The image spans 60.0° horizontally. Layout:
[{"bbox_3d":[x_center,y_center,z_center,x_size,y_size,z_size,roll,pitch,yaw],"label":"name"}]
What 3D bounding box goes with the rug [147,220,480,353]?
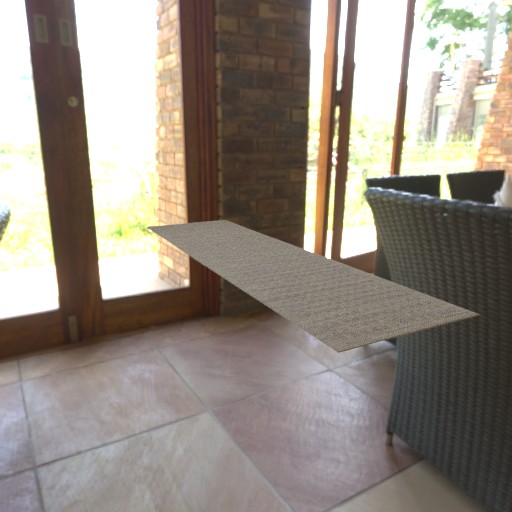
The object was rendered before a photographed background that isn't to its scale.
[{"bbox_3d":[0.000,0.000,2.616,0.688,0.005,2.437,-7,16,-27],"label":"rug"}]
